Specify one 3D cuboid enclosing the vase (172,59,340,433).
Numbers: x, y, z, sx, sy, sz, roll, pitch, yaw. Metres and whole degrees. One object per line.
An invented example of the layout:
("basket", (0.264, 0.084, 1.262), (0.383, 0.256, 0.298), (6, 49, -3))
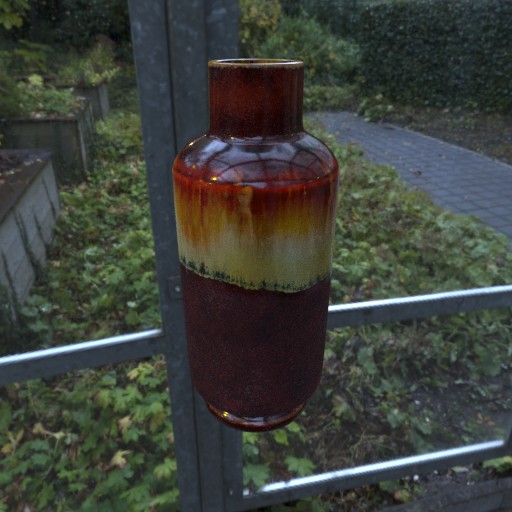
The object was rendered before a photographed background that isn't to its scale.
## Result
("vase", (0.000, 0.000, 0.324), (0.111, 0.261, 0.111), (0, 27, 0))
